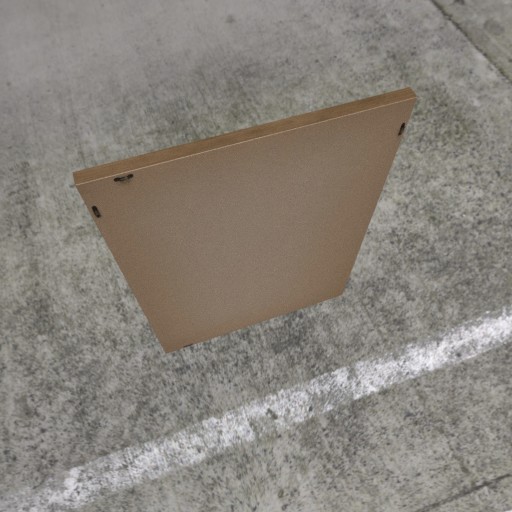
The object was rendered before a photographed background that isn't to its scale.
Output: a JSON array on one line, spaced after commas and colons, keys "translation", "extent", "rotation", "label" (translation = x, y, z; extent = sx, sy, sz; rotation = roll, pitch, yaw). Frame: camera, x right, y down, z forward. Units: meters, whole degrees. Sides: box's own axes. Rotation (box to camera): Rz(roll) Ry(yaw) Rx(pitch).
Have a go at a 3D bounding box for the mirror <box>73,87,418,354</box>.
[{"translation": [0.000, 0.000, 1.375], "extent": [0.762, 1.016, 0.041], "rotation": [-17, 61, -10], "label": "mirror"}]
